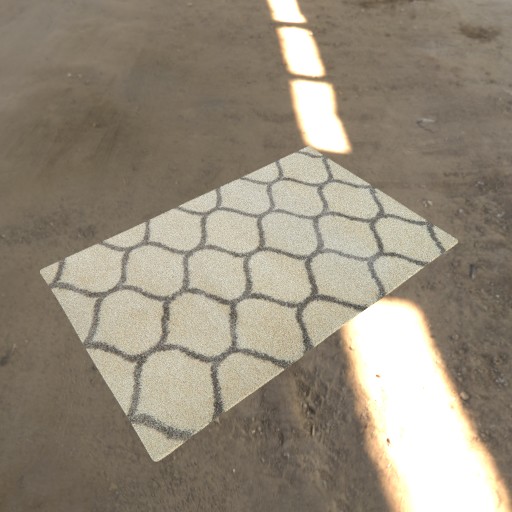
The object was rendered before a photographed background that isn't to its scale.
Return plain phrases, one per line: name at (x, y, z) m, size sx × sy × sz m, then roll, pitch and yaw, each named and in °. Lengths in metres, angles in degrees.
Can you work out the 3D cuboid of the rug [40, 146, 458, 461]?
rug at (0.000, 0.000, 2.930) m, size 2.348 × 0.024 × 1.501 m, roll -30°, pitch 53°, yaw -25°
